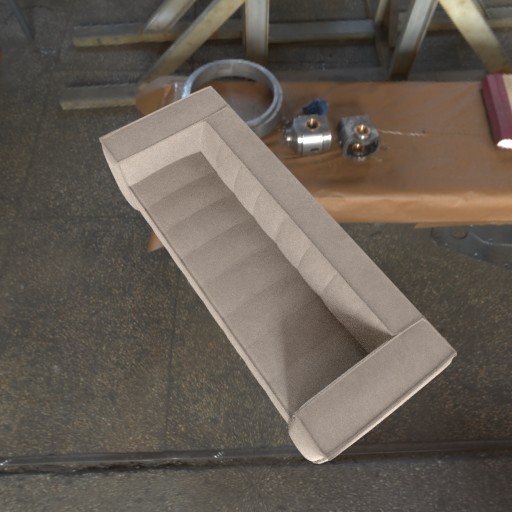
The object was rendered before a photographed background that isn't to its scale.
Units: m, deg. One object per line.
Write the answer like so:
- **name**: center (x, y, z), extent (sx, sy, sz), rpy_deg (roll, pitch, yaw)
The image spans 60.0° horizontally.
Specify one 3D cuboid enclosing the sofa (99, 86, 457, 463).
- **sofa**: center (0.000, 0.000, 3.190), extent (1.038, 0.680, 2.697), rpy_deg (-32, 67, -15)
